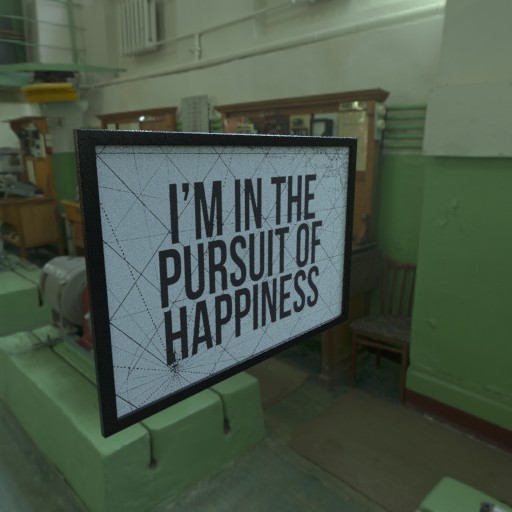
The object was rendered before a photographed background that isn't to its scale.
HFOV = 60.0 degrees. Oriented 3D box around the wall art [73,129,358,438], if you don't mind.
[{"bbox_3d":[0.000,0.000,1.046,0.015,0.552,0.819,13,19,43],"label":"wall art"}]
